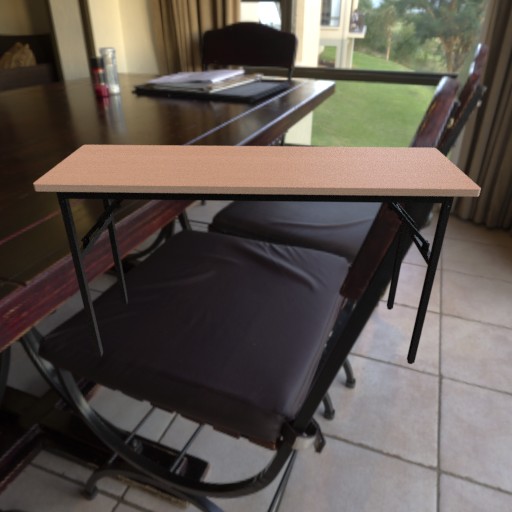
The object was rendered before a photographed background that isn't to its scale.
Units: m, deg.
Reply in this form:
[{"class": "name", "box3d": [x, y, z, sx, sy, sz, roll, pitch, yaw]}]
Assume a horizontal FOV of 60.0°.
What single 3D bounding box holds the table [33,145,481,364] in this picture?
[{"class": "table", "box3d": [0.000, 0.000, 1.753, 1.397, 0.750, 0.447, 1, 30, 2]}]
